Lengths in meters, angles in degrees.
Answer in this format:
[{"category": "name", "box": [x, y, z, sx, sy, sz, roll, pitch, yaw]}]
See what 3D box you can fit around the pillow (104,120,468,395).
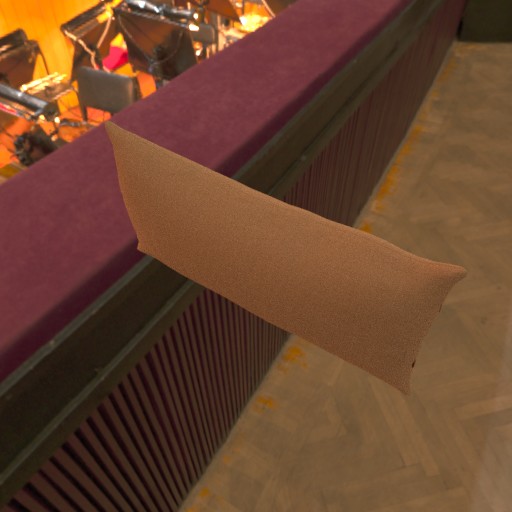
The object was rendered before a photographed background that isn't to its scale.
[{"category": "pillow", "box": [0.000, 0.000, 0.736, 0.612, 0.308, 0.148, 26, 52, 22]}]
